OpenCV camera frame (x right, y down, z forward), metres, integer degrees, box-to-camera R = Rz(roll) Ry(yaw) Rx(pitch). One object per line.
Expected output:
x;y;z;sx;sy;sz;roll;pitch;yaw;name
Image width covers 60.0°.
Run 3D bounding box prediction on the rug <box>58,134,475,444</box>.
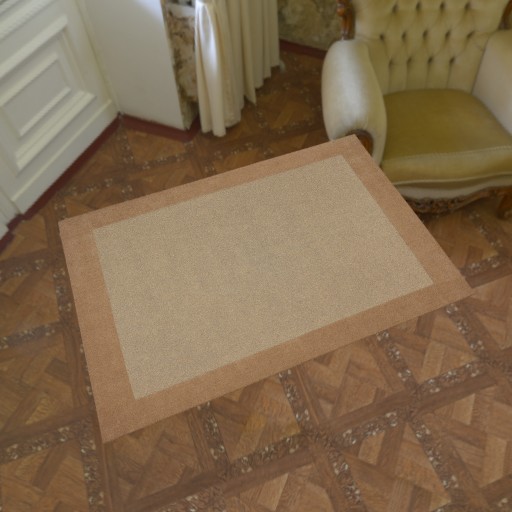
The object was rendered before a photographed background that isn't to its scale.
0.000;0.000;2.290;1.829;0.014;1.219;-19;59;-12;rug
